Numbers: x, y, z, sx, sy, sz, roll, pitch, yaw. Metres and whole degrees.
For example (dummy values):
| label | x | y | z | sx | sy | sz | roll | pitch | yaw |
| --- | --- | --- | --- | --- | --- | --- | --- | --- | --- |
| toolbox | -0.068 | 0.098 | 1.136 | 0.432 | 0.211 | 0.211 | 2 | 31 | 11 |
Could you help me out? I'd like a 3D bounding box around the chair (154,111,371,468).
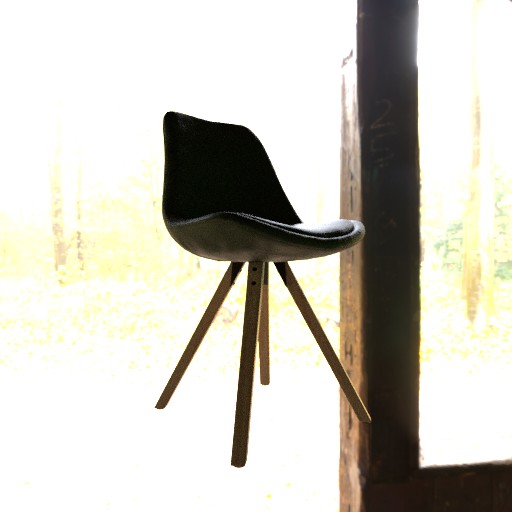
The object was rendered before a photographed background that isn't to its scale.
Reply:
| label | x | y | z | sx | sy | sz | roll | pitch | yaw |
| --- | --- | --- | --- | --- | --- | --- | --- | --- | --- |
| chair | 0.000 | 0.000 | 1.204 | 0.483 | 0.865 | 0.547 | 0 | 1 | -37 |
